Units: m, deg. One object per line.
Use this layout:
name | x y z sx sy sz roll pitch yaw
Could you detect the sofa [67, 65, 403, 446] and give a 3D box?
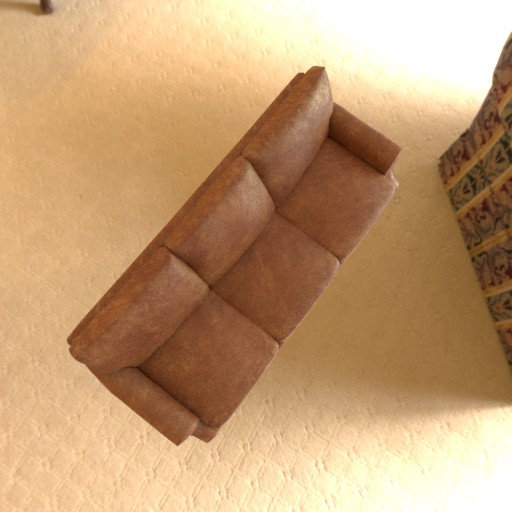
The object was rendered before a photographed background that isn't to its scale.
sofa | 0.000 0.000 2.863 0.973 0.977 2.351 37 78 9
